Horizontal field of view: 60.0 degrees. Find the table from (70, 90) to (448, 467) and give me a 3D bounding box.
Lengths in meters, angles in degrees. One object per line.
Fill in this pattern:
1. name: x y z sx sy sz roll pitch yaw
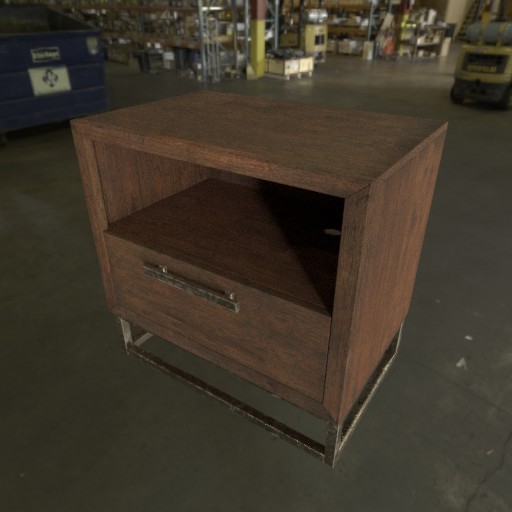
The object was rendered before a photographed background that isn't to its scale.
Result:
1. table: 0.000 0.000 1.250 0.767 0.746 0.542 18 35 29
